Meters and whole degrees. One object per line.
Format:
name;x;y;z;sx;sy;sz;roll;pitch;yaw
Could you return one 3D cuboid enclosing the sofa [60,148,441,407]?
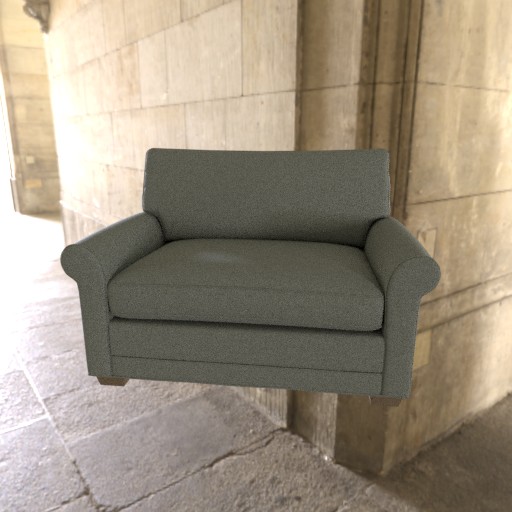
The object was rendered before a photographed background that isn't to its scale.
sofa;0.000;0.000;2.055;1.410;0.953;0.940;2;15;7
